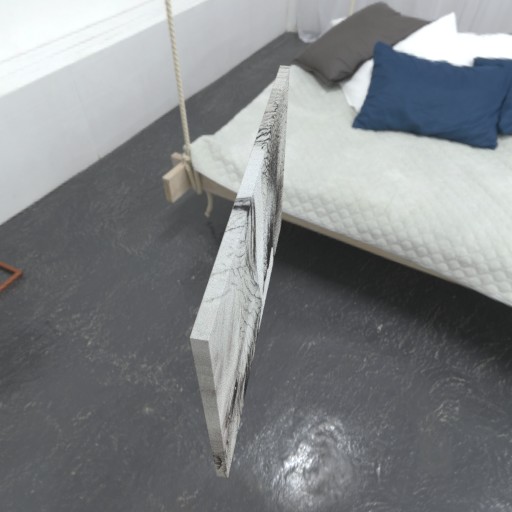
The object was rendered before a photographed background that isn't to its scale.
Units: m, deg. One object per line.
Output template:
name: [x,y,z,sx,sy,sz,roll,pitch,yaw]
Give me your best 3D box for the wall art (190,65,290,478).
wall art: [0.000,0.000,1.449,0.035,0.758,1.141,8,47,7]
